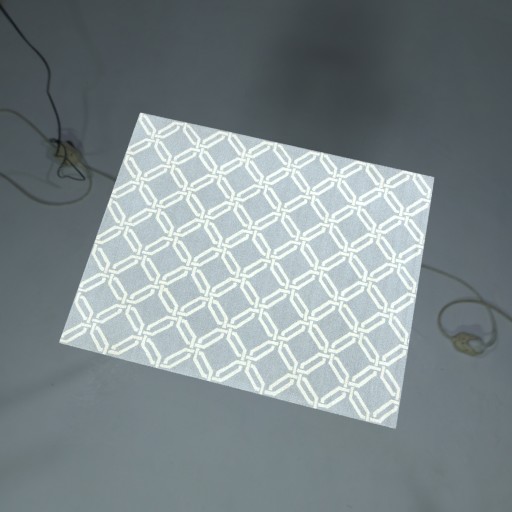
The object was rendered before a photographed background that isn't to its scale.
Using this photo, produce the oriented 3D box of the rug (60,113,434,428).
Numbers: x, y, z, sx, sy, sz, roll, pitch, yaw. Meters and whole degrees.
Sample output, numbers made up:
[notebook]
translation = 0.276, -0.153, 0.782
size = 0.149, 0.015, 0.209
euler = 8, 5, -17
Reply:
[rug]
translation = 0.000, 0.000, 3.974
size = 2.895, 0.018, 2.288
euler = 13, 76, 3
